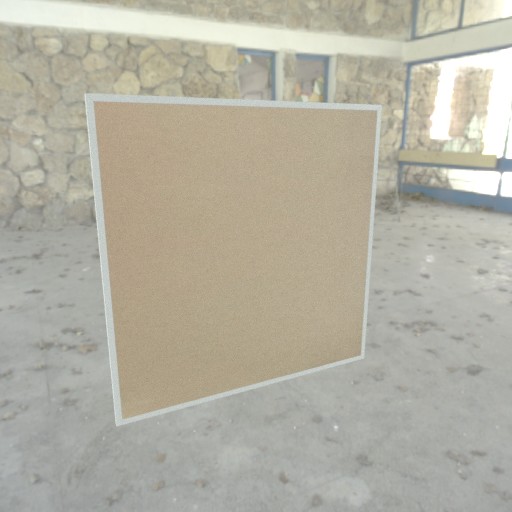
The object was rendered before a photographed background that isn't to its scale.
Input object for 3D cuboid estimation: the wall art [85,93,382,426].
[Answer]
[{"bbox_3d":[0.000,0.000,1.217,0.809,0.809,0.012,-7,17,-26],"label":"wall art"}]
